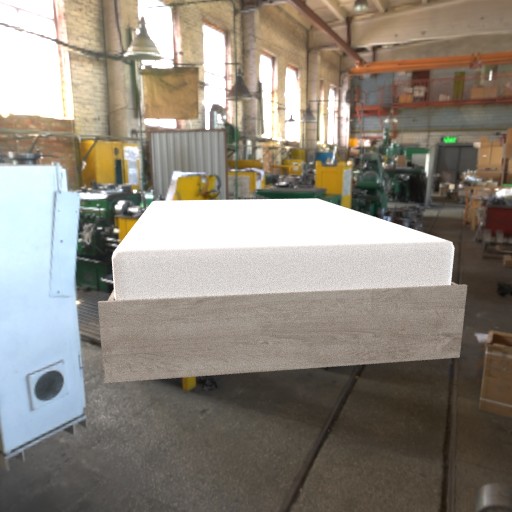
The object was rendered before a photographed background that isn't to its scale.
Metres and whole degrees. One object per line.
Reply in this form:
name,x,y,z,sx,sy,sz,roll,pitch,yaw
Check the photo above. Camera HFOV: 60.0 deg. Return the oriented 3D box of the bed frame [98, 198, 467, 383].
bed frame,0.000,0.000,2.651,1.445,0.497,1.945,-2,13,-8
